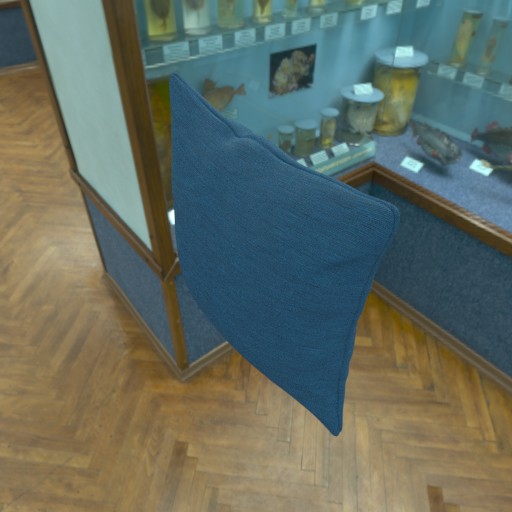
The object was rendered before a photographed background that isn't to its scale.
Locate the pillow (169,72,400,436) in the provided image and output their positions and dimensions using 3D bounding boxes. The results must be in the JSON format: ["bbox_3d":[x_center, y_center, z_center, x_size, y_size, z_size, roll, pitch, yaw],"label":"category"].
[{"bbox_3d":[0.000,0.000,0.664,0.177,0.420,0.437,-25,47,-26],"label":"pillow"}]
